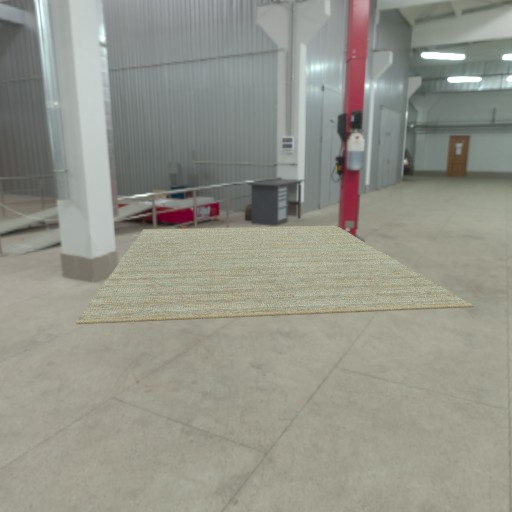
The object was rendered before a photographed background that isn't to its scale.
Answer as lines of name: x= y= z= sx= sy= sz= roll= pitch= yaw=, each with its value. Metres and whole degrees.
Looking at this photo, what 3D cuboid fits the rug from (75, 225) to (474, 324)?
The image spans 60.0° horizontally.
rug: x=0.000 y=0.000 z=4.159 sx=2.471 sy=0.012 sz=3.034 roll=-2 pitch=14 yaw=-7
